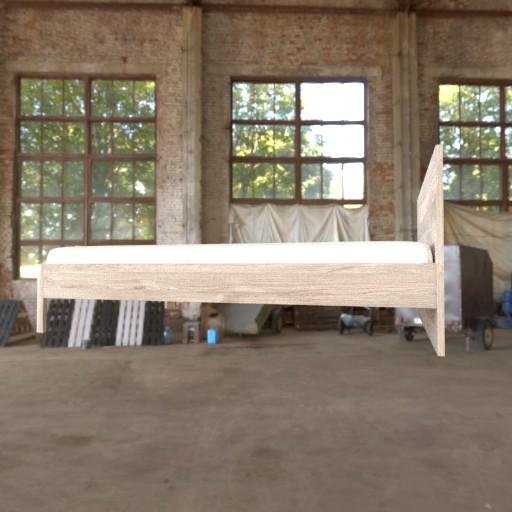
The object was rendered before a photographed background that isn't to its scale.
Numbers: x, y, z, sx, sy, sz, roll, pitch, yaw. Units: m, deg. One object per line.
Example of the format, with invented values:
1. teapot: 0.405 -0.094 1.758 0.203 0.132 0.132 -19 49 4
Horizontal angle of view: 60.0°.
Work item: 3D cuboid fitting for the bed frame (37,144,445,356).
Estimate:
1. bed frame: 0.000 0.000 2.673 1.950 0.800 1.490 0 -1 17
